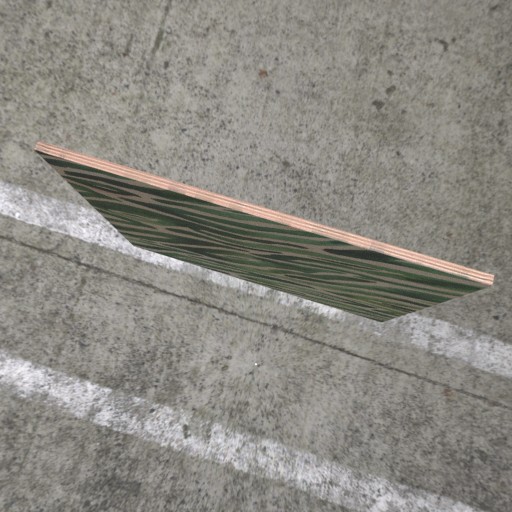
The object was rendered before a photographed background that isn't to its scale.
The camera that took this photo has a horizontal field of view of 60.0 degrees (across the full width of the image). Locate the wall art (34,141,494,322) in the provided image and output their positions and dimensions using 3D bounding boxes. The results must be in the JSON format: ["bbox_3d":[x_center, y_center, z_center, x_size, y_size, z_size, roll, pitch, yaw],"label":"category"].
[{"bbox_3d":[0.000,0.000,0.668,0.508,0.408,0.012,17,77,4],"label":"wall art"}]
